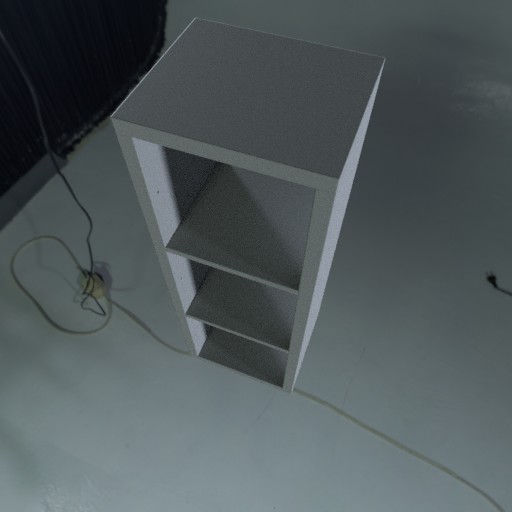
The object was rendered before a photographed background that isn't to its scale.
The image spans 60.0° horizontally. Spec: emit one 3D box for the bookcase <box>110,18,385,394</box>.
[{"bbox_3d":[0.000,0.000,1.227,0.390,1.080,0.330,18,58,11],"label":"bookcase"}]
